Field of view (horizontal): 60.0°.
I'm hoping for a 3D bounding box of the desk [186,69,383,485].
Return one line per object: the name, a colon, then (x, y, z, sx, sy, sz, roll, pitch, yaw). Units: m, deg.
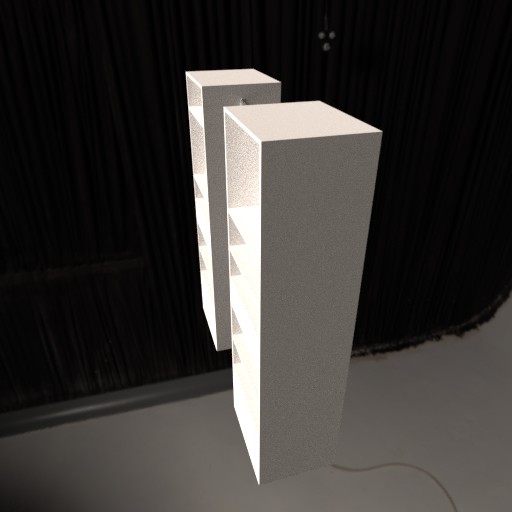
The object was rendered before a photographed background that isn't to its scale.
desk: (0.000, 0.000, 2.854, 0.480, 2.000, 1.770, -8, 31, -14)
